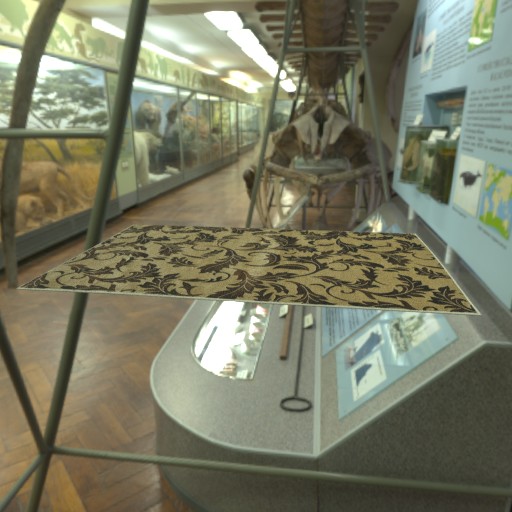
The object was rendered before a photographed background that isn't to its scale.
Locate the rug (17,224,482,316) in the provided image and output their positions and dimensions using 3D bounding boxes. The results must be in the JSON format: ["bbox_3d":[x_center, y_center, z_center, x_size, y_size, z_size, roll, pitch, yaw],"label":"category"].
[{"bbox_3d":[0.000,0.000,2.850,2.284,0.008,1.522,2,17,8],"label":"rug"}]
